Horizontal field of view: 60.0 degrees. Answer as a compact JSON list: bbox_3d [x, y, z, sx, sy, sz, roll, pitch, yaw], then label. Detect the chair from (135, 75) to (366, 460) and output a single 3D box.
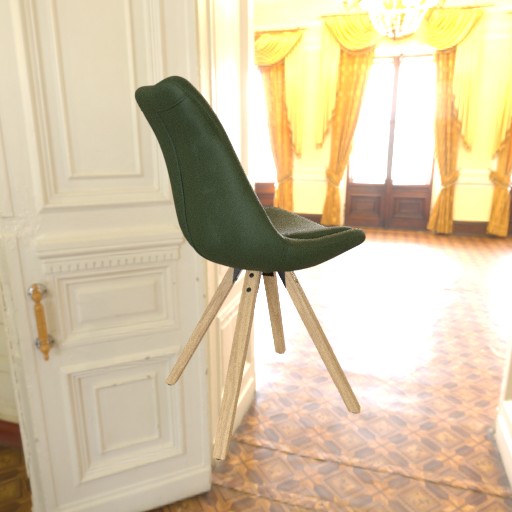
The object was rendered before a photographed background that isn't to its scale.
[{"bbox_3d":[0.000,0.000,1.211,0.547,0.865,0.483,-8,17,-27],"label":"chair"}]
